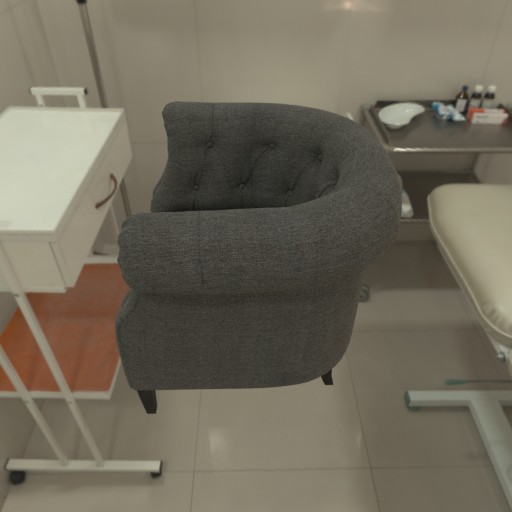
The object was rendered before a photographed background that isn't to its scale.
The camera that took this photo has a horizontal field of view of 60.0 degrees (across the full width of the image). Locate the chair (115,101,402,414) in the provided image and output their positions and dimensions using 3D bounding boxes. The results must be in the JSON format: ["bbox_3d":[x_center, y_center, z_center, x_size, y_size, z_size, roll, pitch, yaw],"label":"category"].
[{"bbox_3d":[0.000,0.000,1.564,0.852,0.827,0.905,-1,40,-1],"label":"chair"}]
